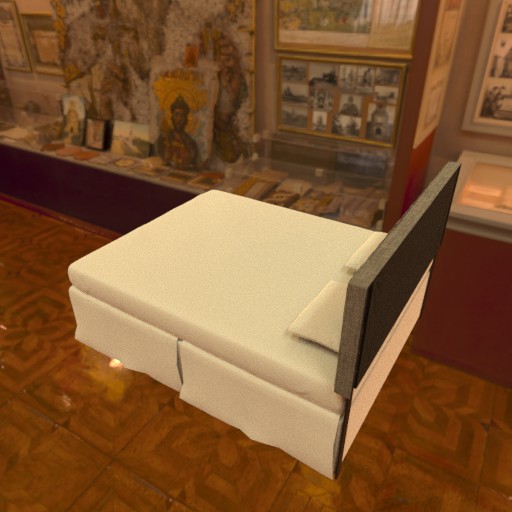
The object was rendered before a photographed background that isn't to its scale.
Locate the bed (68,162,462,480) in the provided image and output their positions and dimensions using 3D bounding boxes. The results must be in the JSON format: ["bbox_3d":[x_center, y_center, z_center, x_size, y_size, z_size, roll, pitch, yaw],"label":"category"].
[{"bbox_3d":[0.000,0.000,2.883,1.958,1.168,1.621,18,36,28],"label":"bed"}]
